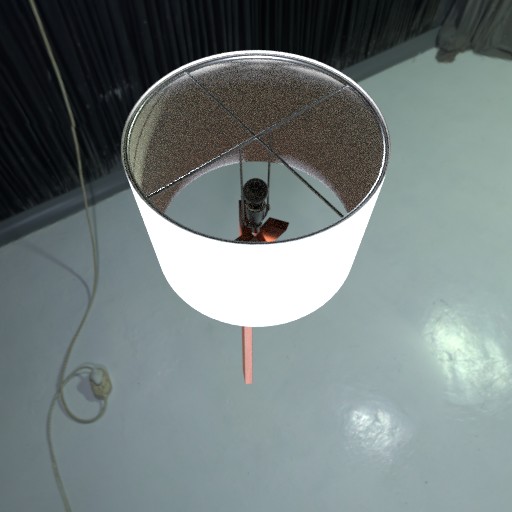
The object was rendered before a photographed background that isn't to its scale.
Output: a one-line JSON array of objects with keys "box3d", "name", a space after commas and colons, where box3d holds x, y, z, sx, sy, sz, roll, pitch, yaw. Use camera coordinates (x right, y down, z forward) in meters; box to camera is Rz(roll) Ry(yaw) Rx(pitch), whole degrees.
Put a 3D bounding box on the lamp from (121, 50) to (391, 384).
[{"box3d": [0.000, 0.000, 0.926, 0.380, 0.686, 0.380, -34, 65, -18], "name": "lamp"}]
